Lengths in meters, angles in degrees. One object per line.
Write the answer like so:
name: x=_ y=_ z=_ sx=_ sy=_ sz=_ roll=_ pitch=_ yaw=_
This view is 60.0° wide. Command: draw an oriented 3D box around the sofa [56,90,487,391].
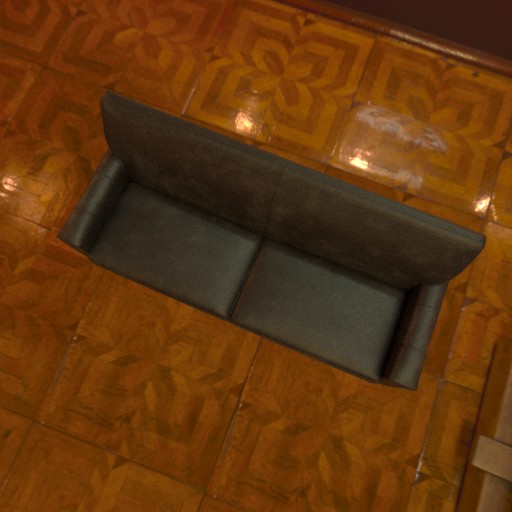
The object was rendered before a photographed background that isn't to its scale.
sofa: x=0.000 y=0.000 z=2.533 sx=2.053 sy=0.947 sz=0.805 roll=22 pitch=76 yaw=6
